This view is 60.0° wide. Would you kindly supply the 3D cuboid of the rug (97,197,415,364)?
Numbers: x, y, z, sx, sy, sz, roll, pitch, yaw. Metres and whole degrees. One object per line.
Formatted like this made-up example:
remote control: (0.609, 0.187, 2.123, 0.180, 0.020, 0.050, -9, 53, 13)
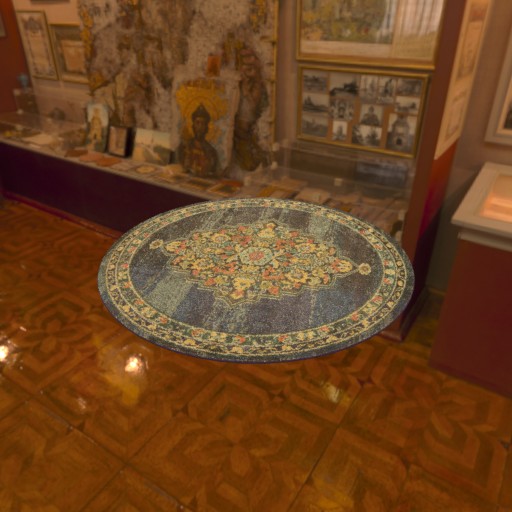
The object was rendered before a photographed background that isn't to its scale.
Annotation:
rug: (0.000, 0.000, 2.326, 1.591, 0.010, 1.591, 0, 30, 0)
